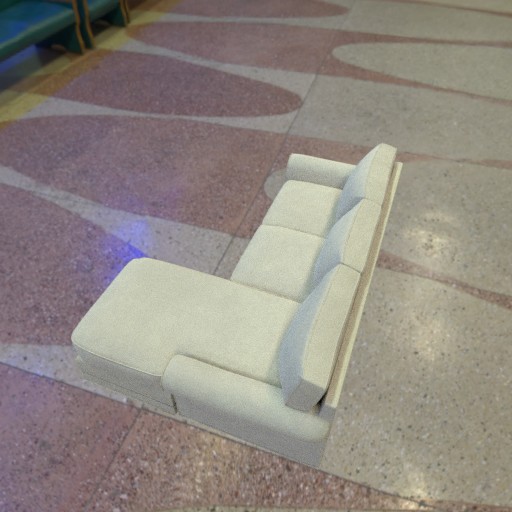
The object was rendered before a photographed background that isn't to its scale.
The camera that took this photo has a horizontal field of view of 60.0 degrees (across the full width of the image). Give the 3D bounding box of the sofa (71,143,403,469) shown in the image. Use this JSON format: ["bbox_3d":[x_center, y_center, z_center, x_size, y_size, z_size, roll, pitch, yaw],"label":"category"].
[{"bbox_3d":[0.000,0.000,2.388,1.226,0.734,1.770,15,48,15],"label":"sofa"}]
